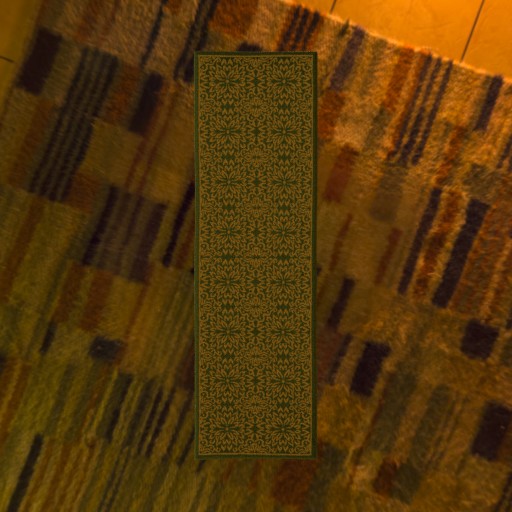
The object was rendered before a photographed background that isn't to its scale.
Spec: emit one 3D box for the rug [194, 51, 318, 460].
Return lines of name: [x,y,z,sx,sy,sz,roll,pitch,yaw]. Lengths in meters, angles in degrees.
rug: [0.000,0.000,2.383,0.662,0.011,2.196,0,90,0]
